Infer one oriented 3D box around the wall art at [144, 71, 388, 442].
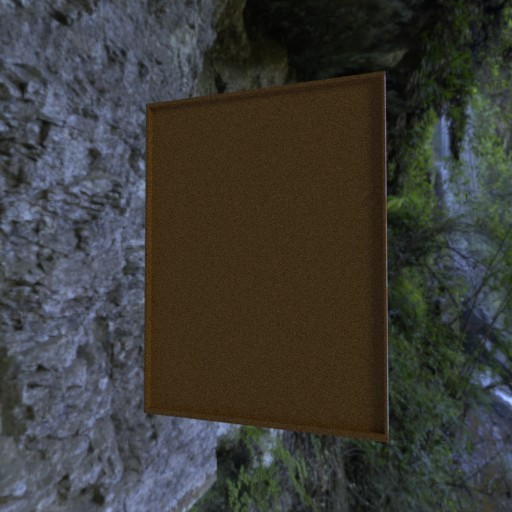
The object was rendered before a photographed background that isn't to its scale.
[{"bbox_3d":[0.000,0.000,1.346,0.762,1.015,0.031,-1,-2,19],"label":"wall art"}]
